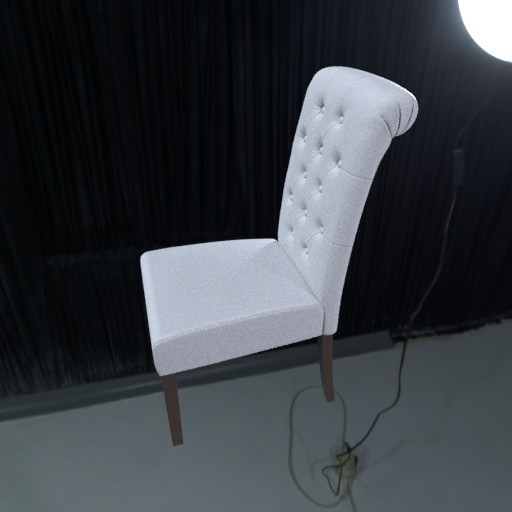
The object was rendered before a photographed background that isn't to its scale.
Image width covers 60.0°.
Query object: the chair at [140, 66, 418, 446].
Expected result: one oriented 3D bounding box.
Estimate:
[{"bbox_3d":[0.000,0.000,1.325,0.671,1.006,0.456,-9,32,-14],"label":"chair"}]
